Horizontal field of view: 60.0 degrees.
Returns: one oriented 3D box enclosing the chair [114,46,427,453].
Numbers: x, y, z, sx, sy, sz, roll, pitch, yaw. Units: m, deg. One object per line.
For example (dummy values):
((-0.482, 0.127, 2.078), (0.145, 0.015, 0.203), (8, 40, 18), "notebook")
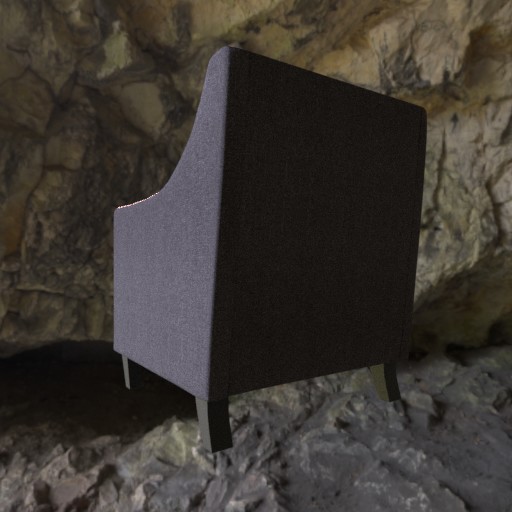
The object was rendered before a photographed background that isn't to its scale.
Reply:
((0.000, 0.000, 1.563), (0.776, 0.967, 0.884), (0, 0, -35), "chair")
